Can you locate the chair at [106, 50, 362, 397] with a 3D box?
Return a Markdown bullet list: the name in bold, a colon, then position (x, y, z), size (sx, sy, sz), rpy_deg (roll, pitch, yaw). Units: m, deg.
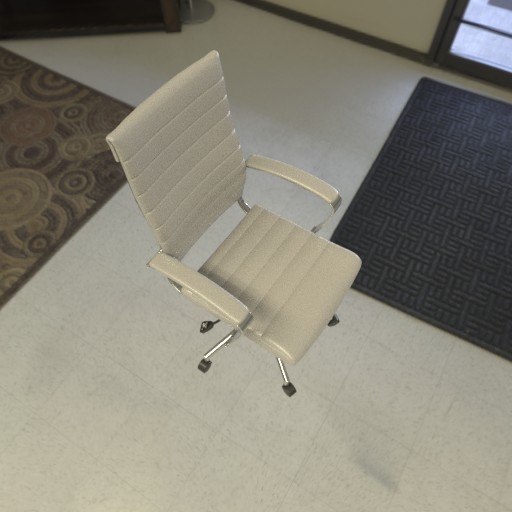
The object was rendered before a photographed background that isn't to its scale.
- **chair**: position (0.000, 0.000, 1.593), size (0.667, 1.149, 0.679), rpy_deg (30, 63, 18)
